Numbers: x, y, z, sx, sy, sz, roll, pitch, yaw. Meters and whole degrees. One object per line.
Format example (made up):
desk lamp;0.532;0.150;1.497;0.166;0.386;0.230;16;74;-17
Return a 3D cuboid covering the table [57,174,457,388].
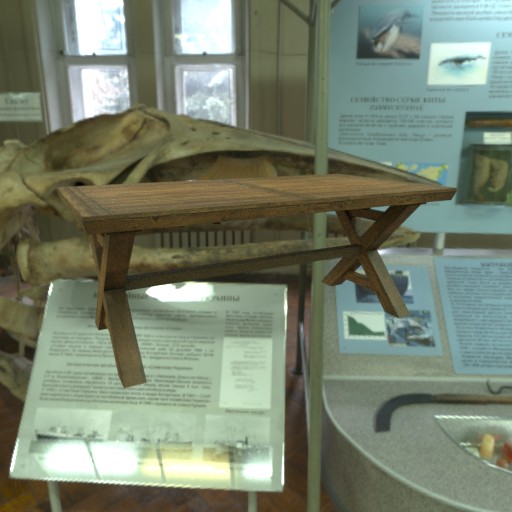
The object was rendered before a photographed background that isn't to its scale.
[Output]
table;0.000;0.000;2.581;1.966;0.793;1.071;-8;17;-27
